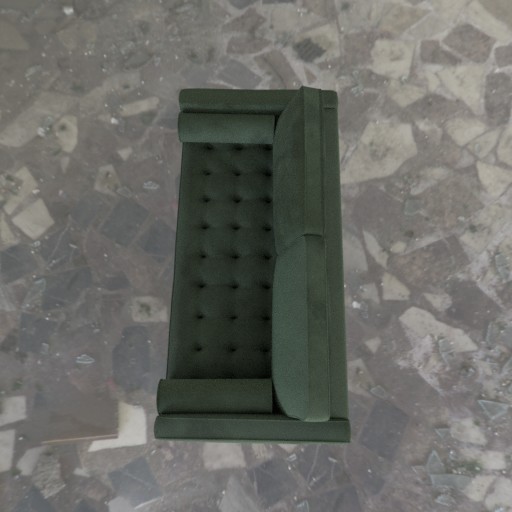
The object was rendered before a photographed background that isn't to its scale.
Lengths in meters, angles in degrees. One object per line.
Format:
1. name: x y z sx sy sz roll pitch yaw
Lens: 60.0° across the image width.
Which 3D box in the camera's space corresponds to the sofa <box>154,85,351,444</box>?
1. sofa: 0.000 0.000 2.423 0.916 0.772 1.880 1 74 0
